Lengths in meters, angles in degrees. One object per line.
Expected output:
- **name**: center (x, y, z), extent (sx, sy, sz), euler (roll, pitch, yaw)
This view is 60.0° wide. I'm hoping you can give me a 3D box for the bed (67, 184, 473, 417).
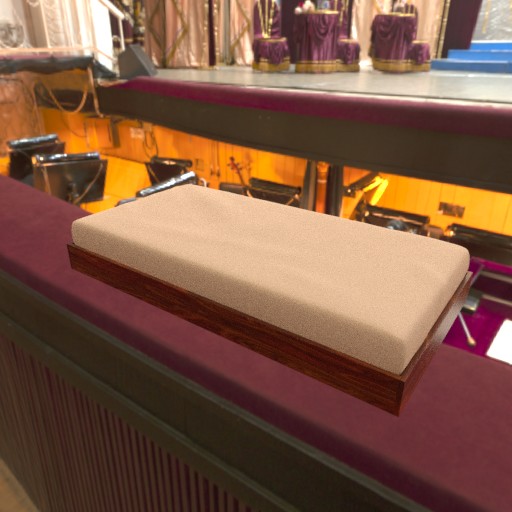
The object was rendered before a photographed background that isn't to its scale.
- **bed**: center (0.000, 0.000, 2.250), extent (1.860, 0.312, 0.940), euler (17, 30, 32)
